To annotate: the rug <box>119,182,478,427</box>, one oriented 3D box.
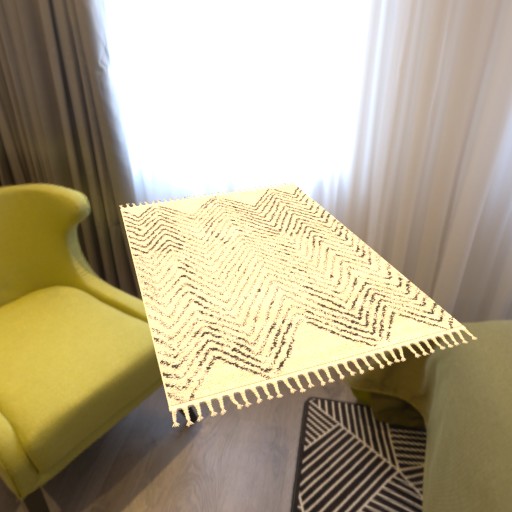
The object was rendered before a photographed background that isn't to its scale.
[{"bbox_3d":[0.000,0.000,2.321,1.230,0.014,1.847,-11,32,-17],"label":"rug"}]
